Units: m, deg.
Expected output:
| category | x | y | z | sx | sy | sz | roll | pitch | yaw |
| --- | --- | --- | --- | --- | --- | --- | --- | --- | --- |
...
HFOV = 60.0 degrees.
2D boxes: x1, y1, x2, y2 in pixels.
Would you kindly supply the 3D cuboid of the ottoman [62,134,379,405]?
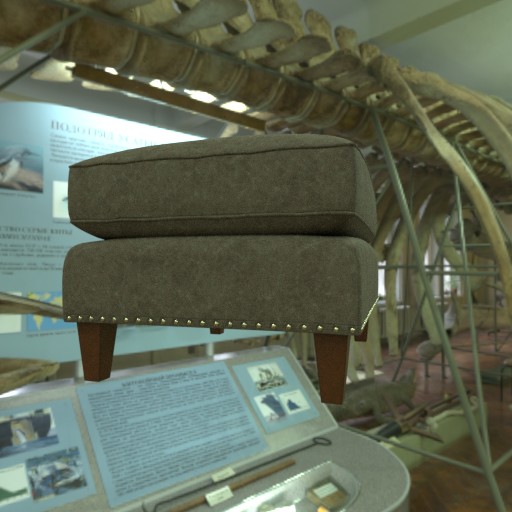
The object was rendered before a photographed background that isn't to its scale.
| category | x | y | z | sx | sy | sz | roll | pitch | yaw |
| --- | --- | --- | --- | --- | --- | --- | --- | --- | --- |
| ottoman | 0.000 | 0.000 | 1.139 | 0.584 | 0.513 | 0.741 | 0 | -1 | 18 |
